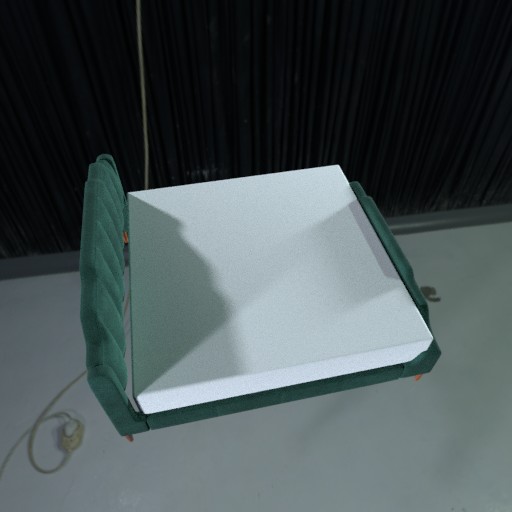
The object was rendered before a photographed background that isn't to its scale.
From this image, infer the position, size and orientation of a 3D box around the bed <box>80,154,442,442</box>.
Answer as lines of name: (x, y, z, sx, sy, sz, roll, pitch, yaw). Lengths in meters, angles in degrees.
bed: (0.000, 0.000, 3.528, 2.340, 1.245, 2.074, -9, 49, -8)
